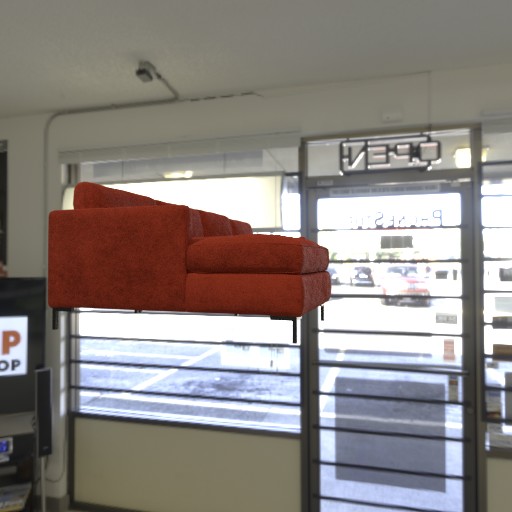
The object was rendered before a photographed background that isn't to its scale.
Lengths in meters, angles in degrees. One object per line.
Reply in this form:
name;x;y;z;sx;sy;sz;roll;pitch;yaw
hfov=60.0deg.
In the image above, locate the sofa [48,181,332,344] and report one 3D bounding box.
sofa;0.000;0.000;2.890;1.136;0.663;2.467;0;-1;17
